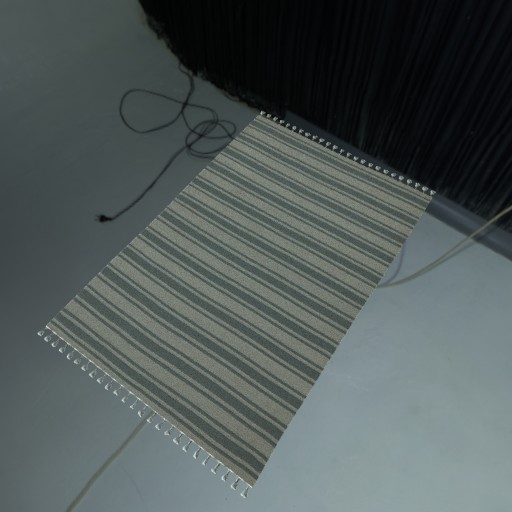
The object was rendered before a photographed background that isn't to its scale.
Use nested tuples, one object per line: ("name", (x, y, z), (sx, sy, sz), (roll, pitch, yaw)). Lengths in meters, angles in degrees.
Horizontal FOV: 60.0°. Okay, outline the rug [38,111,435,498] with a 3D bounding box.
("rug", (0.000, 0.000, 2.957), (1.539, 0.011, 2.410), (31, 63, 17))
